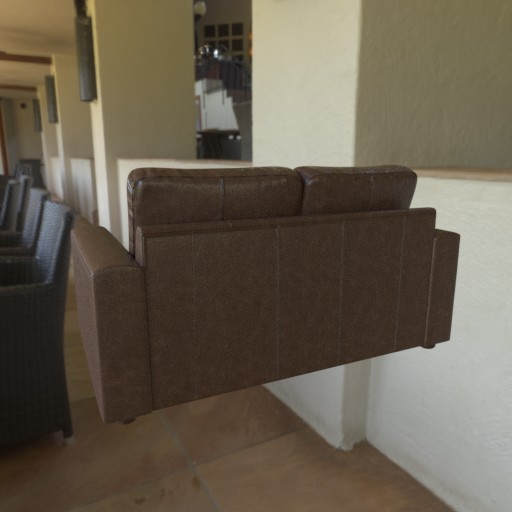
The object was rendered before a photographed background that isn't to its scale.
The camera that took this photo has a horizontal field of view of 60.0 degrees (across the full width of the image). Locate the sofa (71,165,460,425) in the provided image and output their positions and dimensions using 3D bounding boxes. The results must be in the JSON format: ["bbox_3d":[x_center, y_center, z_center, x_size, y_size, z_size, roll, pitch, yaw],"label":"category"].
[{"bbox_3d":[0.000,0.000,2.166,1.616,0.873,1.016,-6,14,-25],"label":"sofa"}]
